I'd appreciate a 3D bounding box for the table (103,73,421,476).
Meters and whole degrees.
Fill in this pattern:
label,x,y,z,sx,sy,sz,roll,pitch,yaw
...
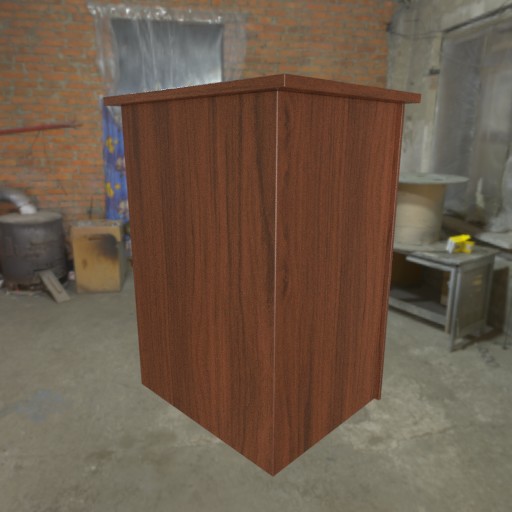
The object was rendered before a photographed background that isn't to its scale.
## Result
label,x,y,z,sx,sy,sz,roll,pitch,yaw
table,0.000,0.000,0.930,0.480,0.636,0.381,14,21,43
